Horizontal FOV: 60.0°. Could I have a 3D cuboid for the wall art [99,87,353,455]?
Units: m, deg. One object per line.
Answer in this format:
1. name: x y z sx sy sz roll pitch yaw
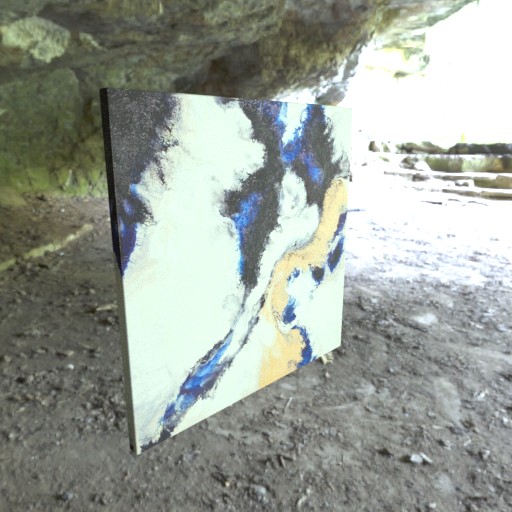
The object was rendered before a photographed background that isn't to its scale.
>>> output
1. wall art: 0.000 0.000 1.330 0.887 0.885 0.038 -14 20 -42
